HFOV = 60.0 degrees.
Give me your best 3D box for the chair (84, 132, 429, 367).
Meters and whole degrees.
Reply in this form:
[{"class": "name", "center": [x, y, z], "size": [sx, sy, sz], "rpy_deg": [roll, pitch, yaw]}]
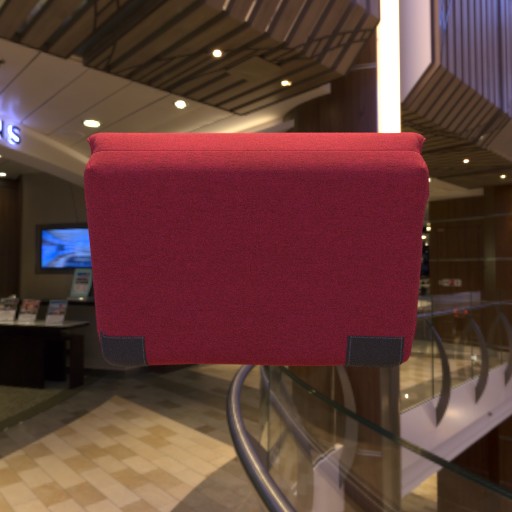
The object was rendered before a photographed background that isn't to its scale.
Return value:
[{"class": "chair", "center": [0.000, 0.000, 1.354], "size": [0.820, 0.580, 0.780], "rpy_deg": [0, -2, 0]}]
